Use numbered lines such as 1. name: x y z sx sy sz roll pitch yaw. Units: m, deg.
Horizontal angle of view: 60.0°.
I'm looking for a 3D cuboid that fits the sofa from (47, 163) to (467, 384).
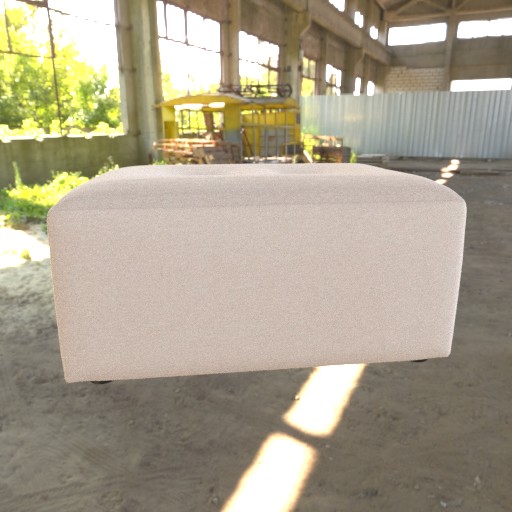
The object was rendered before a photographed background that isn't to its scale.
1. sofa: 0.000 0.000 1.208 0.930 0.470 0.480 -2 16 -7
